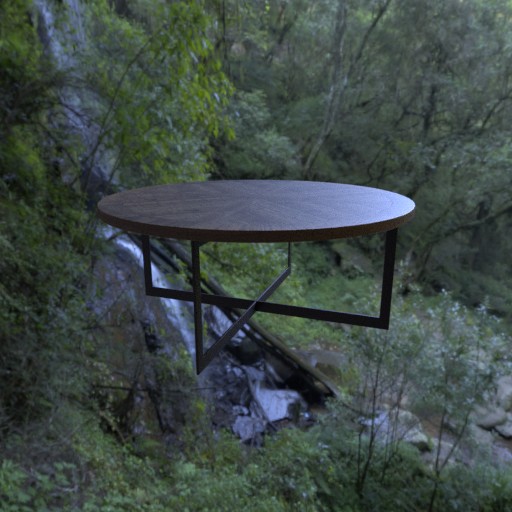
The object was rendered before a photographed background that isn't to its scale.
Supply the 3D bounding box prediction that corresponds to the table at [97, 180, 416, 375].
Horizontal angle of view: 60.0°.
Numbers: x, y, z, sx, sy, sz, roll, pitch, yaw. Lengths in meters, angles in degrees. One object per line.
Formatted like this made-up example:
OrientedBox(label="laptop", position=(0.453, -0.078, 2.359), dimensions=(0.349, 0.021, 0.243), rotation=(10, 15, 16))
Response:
OrientedBox(label="table", position=(0.000, 0.000, 1.929), dimensions=(1.264, 0.516, 1.264), rotation=(0, 16, 0))
